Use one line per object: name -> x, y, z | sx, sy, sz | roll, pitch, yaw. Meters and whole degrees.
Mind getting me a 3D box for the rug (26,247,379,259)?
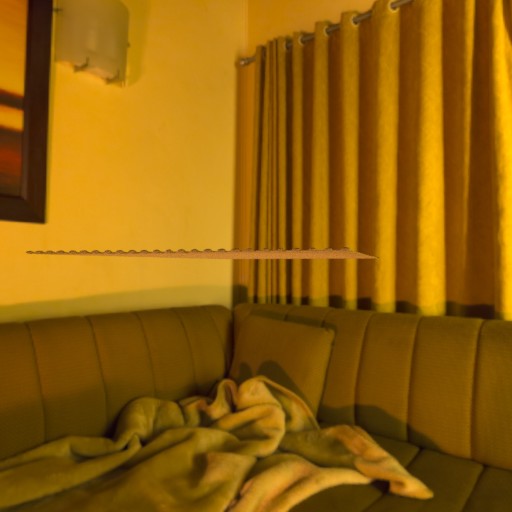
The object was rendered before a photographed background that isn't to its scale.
rug -> 0.000, 0.000, 2.314 | 1.162, 0.013, 1.875 | 0, -1, 18
